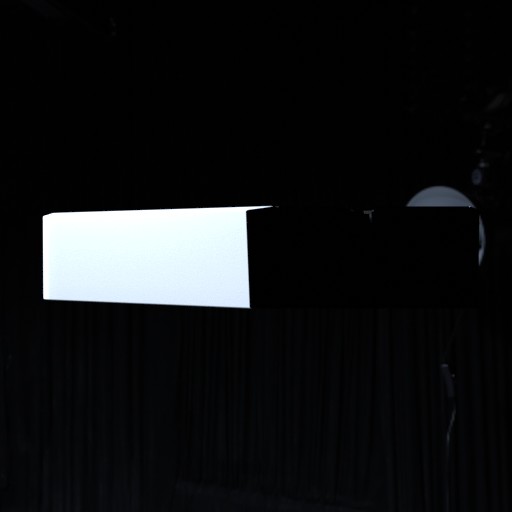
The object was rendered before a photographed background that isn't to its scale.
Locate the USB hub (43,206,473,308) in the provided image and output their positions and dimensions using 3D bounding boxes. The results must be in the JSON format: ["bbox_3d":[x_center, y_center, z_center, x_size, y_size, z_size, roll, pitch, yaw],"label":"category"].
[{"bbox_3d":[0.000,0.000,0.123,0.110,0.023,0.044,0,1,18],"label":"USB hub"}]
